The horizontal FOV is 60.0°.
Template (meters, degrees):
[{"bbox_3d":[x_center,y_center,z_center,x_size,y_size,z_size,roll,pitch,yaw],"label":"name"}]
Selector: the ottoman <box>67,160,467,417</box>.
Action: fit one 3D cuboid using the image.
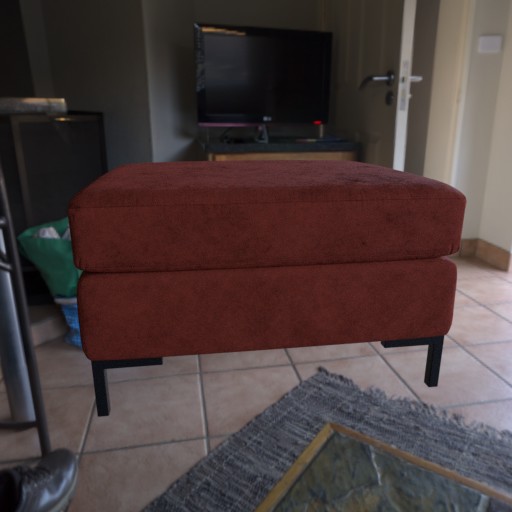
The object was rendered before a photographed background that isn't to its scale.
[{"bbox_3d":[0.000,0.000,1.165,0.782,0.462,0.650,-2,17,-8],"label":"ottoman"}]
